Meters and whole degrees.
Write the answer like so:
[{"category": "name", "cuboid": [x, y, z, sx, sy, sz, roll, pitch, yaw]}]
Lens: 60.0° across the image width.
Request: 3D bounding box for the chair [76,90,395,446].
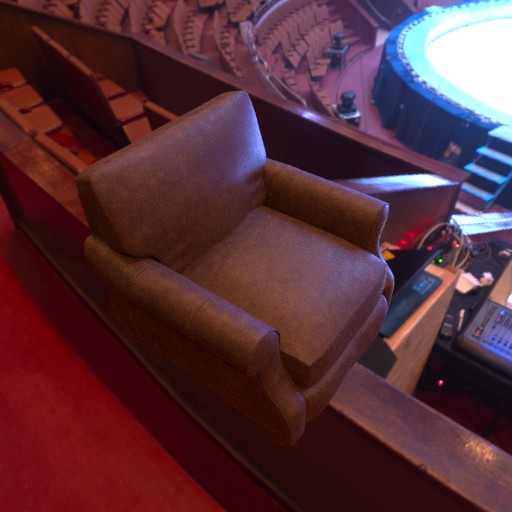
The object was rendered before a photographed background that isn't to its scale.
[{"category": "chair", "cuboid": [0.000, 0.000, 1.778, 1.002, 0.976, 0.996, 26, 48, 27]}]
